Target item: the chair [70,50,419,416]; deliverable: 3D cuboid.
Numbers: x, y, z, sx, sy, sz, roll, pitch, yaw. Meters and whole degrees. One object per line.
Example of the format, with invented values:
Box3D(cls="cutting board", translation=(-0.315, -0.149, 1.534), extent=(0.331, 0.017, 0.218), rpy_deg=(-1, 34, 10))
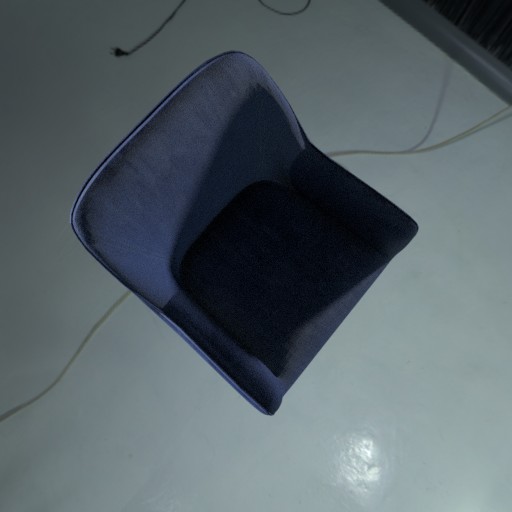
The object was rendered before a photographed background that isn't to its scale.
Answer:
Box3D(cls="chair", translation=(0.000, 0.000, 1.239), extent=(0.600, 0.820, 0.600), rpy_deg=(39, 80, 8))
